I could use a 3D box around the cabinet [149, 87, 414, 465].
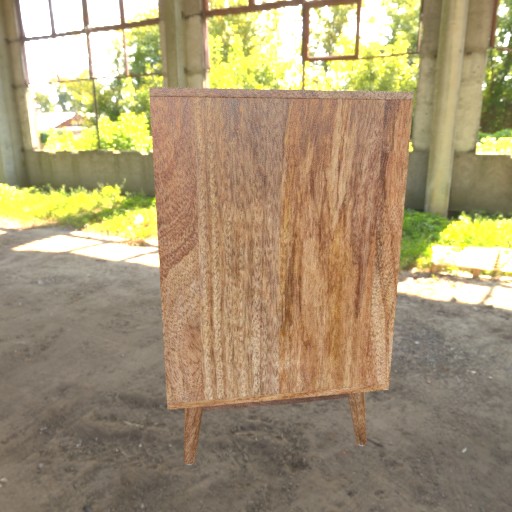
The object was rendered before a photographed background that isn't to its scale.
[{"bbox_3d":[0.000,0.000,1.165,0.473,0.758,0.647,-2,15,-9],"label":"cabinet"}]
